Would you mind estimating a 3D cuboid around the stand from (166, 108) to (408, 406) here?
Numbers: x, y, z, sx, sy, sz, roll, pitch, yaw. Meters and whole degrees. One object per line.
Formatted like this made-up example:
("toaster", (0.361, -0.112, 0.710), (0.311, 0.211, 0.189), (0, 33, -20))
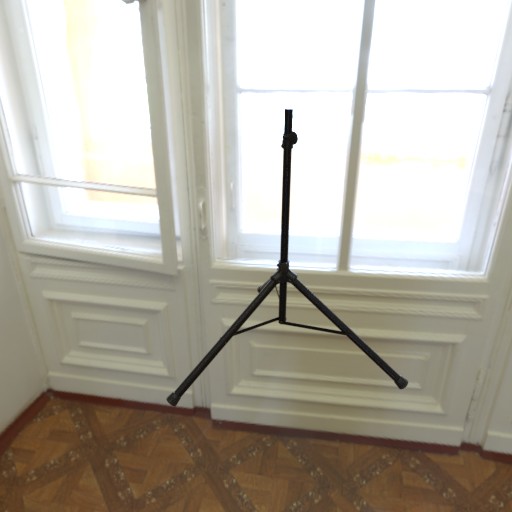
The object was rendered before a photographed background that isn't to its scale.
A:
("stand", (0.000, 0.000, 1.826), (0.907, 1.136, 1.045), (-18, 32, -31))
